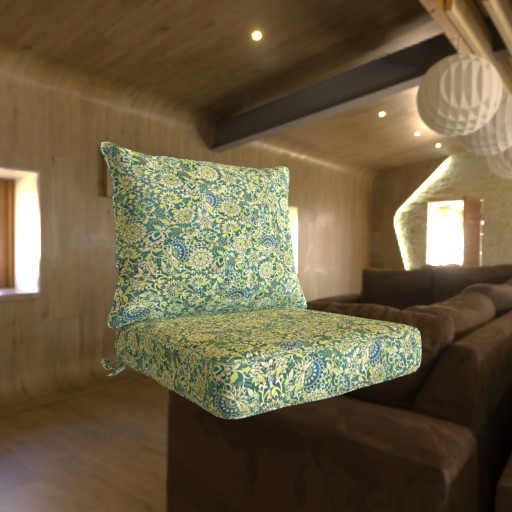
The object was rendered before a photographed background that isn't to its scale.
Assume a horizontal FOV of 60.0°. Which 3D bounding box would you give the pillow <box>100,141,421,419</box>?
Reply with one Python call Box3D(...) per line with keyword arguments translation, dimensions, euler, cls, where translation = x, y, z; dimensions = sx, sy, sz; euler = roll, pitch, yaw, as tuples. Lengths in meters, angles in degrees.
Box3D(translation=(0.000, 0.000, 1.372), dimensions=(0.798, 0.722, 0.740), euler=(0, 1, -36), cls="pillow")
